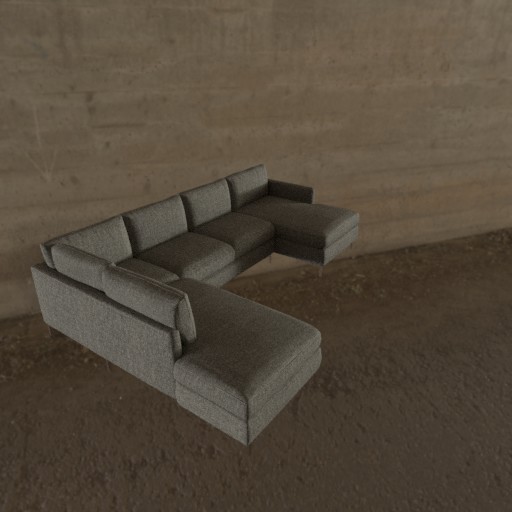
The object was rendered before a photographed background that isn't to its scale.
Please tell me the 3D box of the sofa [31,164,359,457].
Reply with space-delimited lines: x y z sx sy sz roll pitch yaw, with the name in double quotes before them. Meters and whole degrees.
"sofa" 0.000 0.000 3.574 1.879 0.756 2.737 18 31 32
